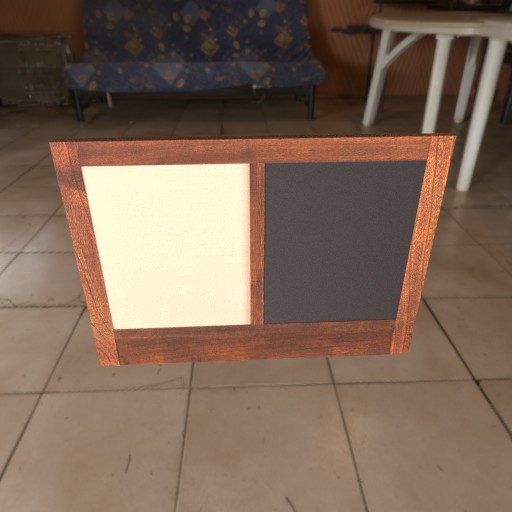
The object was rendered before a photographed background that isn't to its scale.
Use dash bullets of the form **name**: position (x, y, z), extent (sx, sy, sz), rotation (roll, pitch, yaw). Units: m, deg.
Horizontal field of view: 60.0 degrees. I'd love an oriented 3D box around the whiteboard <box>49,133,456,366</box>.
- **whiteboard**: position (0.000, 0.000, 1.007), extent (0.768, 0.553, 0.083), rotation (-2, 29, -3)
